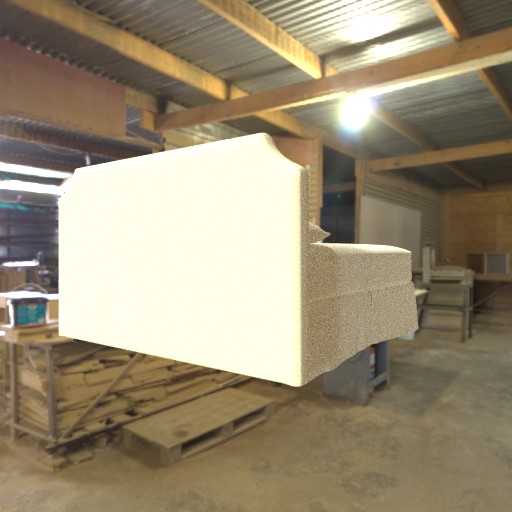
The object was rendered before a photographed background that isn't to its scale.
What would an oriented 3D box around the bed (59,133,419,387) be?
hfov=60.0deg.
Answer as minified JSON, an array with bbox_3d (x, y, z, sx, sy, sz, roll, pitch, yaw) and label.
[{"bbox_3d":[0.000,0.000,3.621,2.160,1.301,2.204,1,1,37],"label":"bed"}]
